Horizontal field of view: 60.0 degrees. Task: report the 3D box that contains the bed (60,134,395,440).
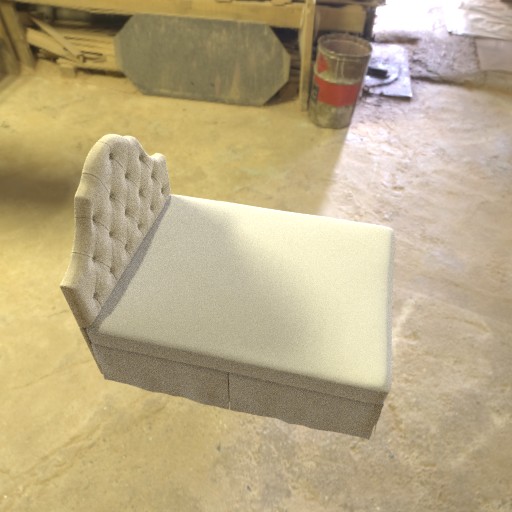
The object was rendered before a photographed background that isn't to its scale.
[{"bbox_3d":[0.000,0.000,3.202,2.092,1.575,1.627,10,46,9],"label":"bed"}]
